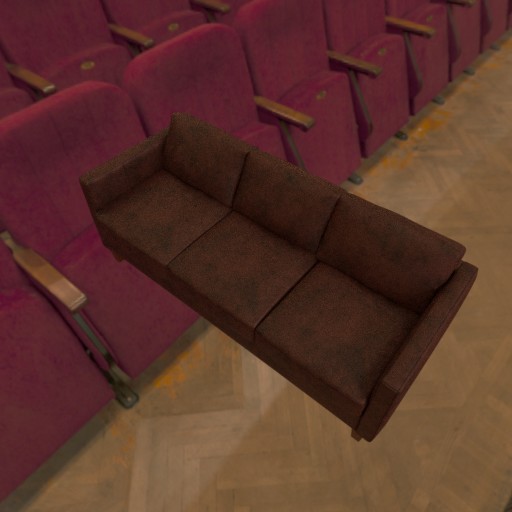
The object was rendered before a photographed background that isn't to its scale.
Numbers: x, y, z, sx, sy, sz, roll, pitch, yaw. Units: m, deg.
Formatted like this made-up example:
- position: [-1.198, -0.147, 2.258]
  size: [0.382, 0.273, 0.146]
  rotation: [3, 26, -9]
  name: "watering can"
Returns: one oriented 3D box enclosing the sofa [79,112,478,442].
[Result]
- position: [0.000, 0.000, 2.985]
  size: [2.464, 1.006, 1.045]
  rotation: [32, 55, 25]
  name: "sofa"
